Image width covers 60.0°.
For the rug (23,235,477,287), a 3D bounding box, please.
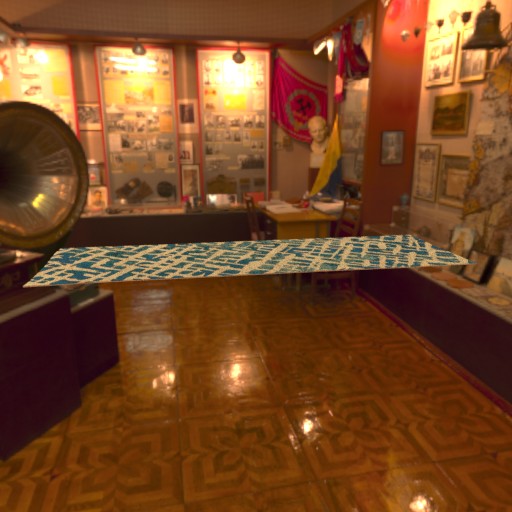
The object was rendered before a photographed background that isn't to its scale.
[{"bbox_3d":[0.000,0.000,2.709,2.446,0.011,0.768,-3,15,-9],"label":"rug"}]
